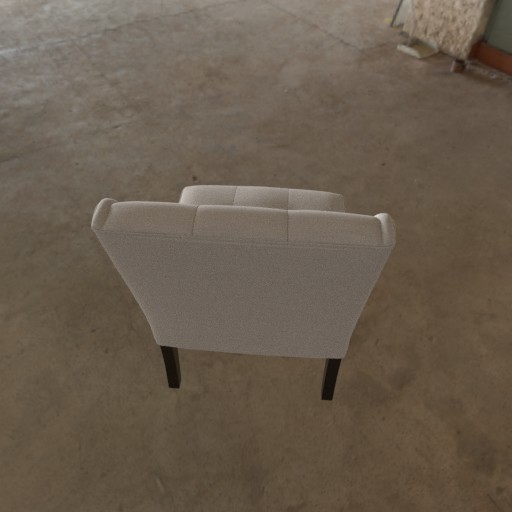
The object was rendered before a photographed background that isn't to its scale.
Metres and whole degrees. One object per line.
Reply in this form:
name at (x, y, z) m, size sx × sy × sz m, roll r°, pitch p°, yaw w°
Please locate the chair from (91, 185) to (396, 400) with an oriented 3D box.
chair at (0.000, 0.000, 1.313) m, size 0.569 × 0.853 × 0.676 m, roll 3°, pitch 47°, yaw 3°
